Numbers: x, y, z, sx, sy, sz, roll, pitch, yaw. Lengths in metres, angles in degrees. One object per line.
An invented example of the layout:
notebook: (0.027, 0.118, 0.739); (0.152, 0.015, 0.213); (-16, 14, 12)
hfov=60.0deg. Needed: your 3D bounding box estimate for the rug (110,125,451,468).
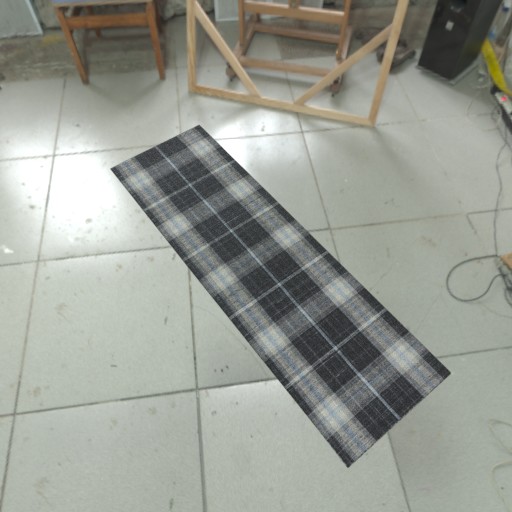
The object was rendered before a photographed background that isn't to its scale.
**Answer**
rug: (0.000, 0.000, 2.750); (0.760, 0.012, 2.434); (-33, 63, -19)
